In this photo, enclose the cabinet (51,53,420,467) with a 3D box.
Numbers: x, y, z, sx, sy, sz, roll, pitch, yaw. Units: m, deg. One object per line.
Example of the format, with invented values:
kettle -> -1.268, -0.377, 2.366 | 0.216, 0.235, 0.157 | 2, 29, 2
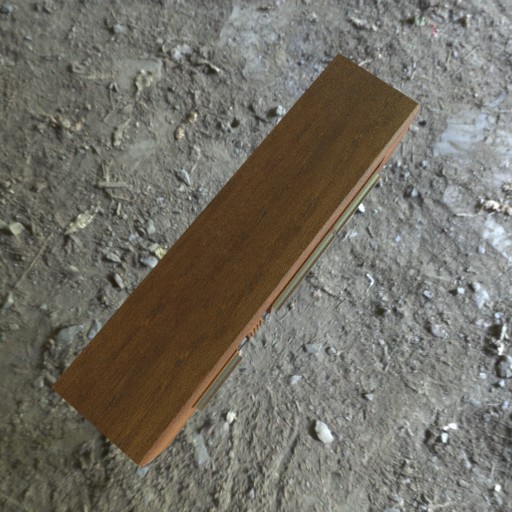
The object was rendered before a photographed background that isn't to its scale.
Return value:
cabinet -> 0.000, 0.000, 1.794 | 0.419, 0.510, 1.600 | 37, 78, 9
